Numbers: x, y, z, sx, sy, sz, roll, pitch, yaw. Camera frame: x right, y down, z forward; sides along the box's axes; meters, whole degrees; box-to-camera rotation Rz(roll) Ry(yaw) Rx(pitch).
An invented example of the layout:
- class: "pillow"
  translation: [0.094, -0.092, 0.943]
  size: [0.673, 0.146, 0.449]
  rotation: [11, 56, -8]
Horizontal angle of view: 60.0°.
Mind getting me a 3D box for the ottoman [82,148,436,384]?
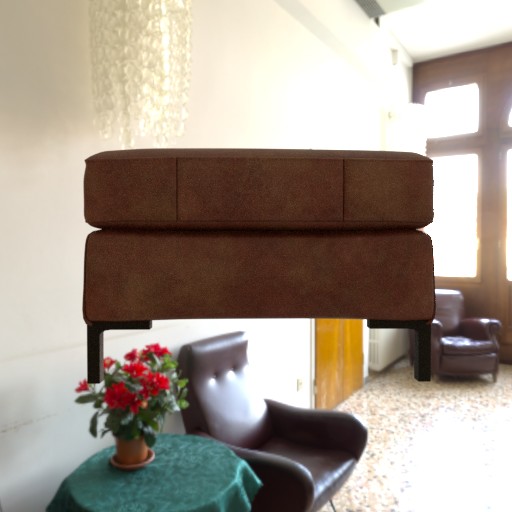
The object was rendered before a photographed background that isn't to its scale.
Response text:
- class: "ottoman"
  translation: [0.000, 0.000, 1.764]
  size: [0.965, 0.667, 1.186]
  rotation: [0, 1, -1]
